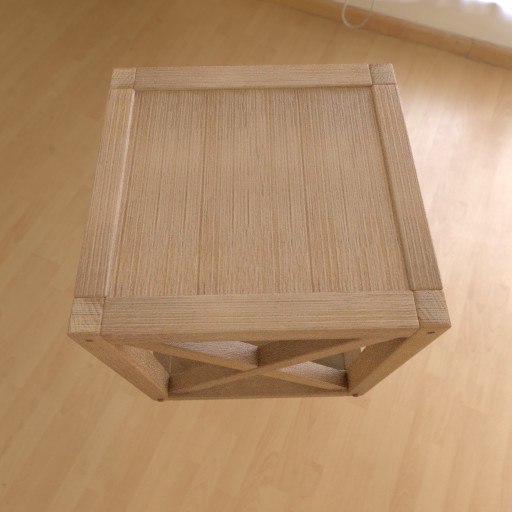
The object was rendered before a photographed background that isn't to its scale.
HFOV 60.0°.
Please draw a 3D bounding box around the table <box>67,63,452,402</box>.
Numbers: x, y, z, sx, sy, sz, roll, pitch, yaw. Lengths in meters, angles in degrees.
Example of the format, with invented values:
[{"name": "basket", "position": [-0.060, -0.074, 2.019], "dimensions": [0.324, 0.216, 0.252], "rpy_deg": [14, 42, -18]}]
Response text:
[{"name": "table", "position": [0.000, 0.000, 1.032], "dimensions": [0.559, 0.610, 0.558], "rpy_deg": [-1, 63, -1]}]
